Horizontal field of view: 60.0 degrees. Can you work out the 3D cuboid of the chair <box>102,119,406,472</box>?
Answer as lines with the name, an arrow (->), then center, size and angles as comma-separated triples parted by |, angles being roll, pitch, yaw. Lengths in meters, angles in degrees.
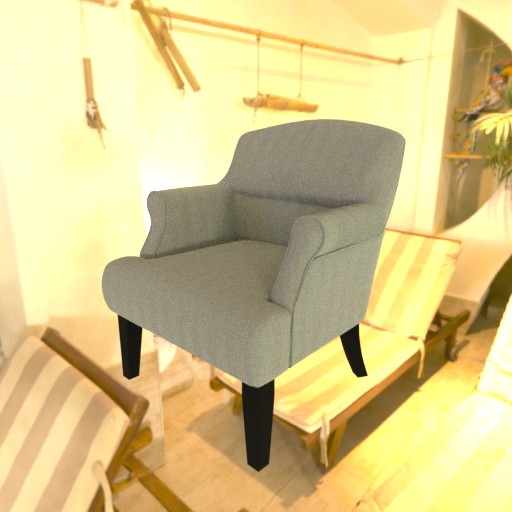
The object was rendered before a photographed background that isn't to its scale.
chair -> 0.000, 0.000, 1.469 | 0.772, 0.880, 0.755 | 15, 22, 42
